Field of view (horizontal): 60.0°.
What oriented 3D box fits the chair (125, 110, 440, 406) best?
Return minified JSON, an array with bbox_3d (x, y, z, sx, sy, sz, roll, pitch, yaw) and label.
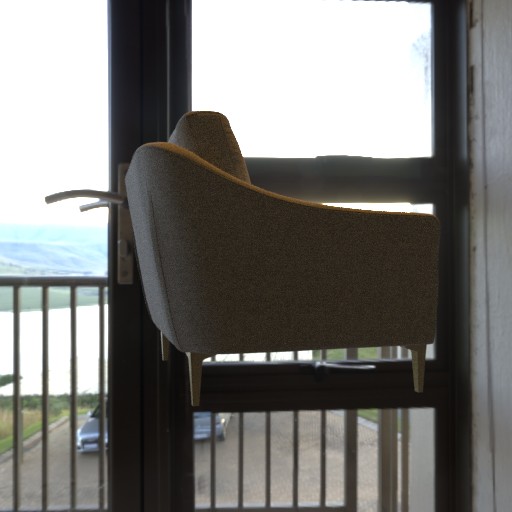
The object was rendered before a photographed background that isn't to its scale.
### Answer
[{"bbox_3d":[0.000,0.000,1.736,0.961,0.902,0.986,0,0,-20],"label":"chair"}]
